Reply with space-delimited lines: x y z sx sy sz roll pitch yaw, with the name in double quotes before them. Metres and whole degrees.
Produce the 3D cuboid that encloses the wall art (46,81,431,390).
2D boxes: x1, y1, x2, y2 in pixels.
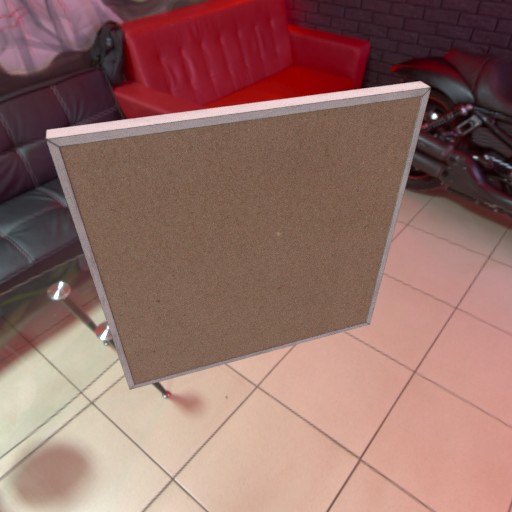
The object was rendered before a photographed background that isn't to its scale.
"wall art" 0.000 0.000 1.103 0.762 0.762 0.038 -12 42 -14
